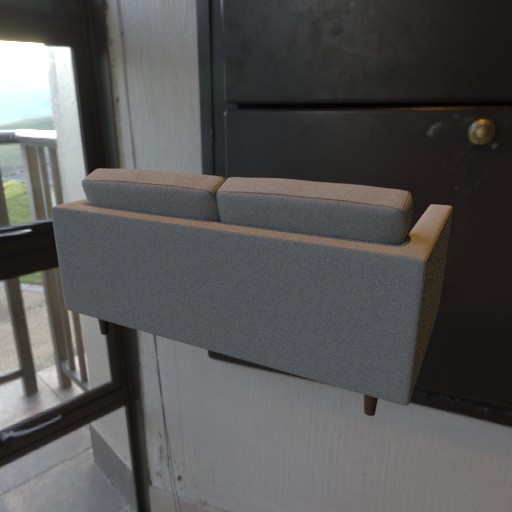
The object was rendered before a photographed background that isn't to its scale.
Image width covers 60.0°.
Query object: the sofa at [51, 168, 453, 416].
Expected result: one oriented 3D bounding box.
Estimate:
[{"bbox_3d":[0.000,0.000,2.266,1.731,0.900,1.000,9,20,26],"label":"sofa"}]
